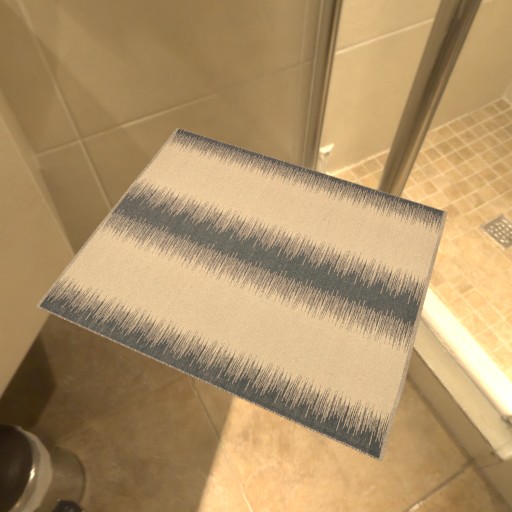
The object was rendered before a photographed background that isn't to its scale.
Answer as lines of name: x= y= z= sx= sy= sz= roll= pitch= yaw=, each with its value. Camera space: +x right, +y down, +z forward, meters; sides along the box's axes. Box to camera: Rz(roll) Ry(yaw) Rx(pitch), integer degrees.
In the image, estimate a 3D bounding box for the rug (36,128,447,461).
rug: x=0.000 y=0.000 z=4.057 sx=3.037 sy=0.004 sz=2.453 roll=20 pitch=59 yaw=13
